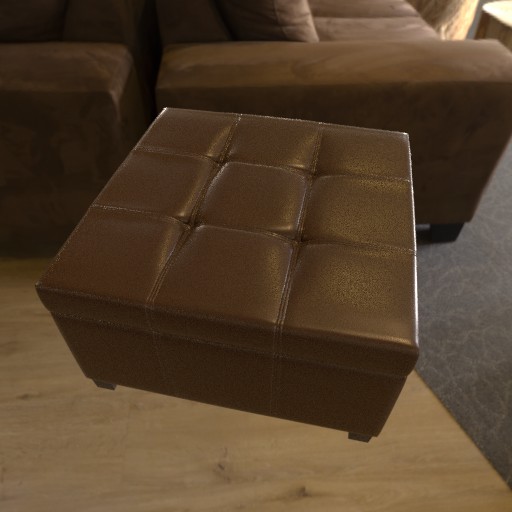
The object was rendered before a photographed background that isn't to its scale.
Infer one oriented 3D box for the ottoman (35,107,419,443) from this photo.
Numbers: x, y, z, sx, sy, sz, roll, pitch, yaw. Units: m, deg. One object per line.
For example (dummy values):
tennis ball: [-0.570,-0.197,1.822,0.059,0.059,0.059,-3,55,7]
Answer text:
ottoman: [0.000,0.000,1.268,0.787,0.460,0.788,9,47,8]
